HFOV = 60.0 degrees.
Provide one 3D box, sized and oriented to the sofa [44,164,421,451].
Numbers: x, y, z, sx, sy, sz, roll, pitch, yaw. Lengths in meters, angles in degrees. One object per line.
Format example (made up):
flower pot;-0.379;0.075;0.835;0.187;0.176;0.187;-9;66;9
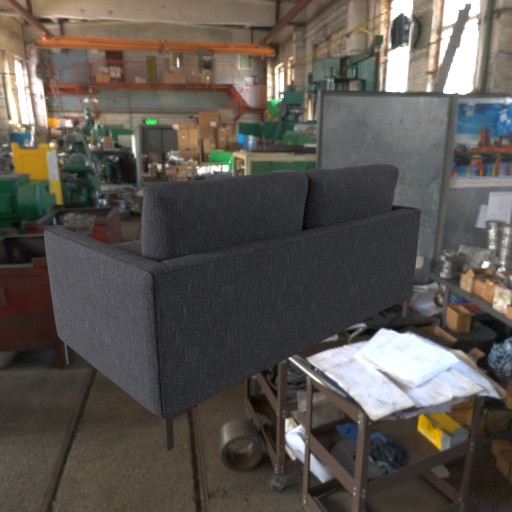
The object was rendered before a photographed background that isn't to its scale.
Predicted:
sofa;0.000;0.000;2.181;1.716;0.862;0.866;-14;20;-42
